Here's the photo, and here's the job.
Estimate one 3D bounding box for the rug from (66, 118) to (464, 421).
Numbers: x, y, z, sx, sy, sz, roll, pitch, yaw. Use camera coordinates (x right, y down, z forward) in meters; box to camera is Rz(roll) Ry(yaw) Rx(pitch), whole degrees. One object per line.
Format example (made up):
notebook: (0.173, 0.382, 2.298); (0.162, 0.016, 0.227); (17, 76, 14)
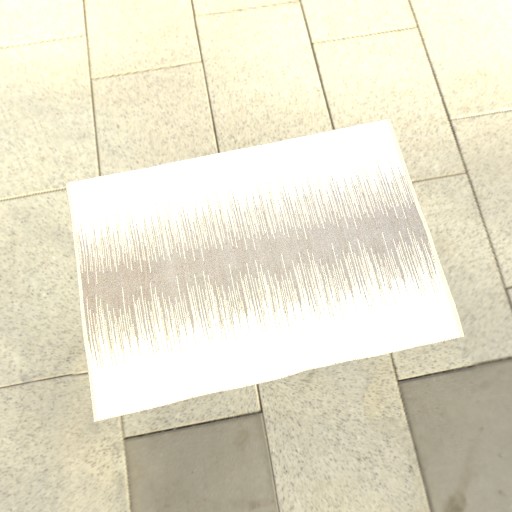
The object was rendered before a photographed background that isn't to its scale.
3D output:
rug: (0.000, 0.000, 2.259); (1.815, 0.007, 1.226); (-12, 75, -3)
